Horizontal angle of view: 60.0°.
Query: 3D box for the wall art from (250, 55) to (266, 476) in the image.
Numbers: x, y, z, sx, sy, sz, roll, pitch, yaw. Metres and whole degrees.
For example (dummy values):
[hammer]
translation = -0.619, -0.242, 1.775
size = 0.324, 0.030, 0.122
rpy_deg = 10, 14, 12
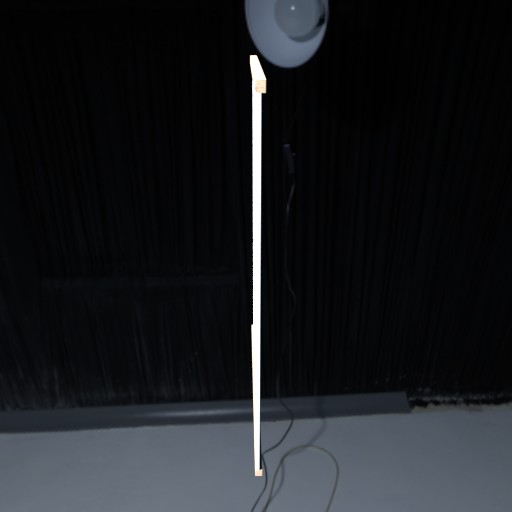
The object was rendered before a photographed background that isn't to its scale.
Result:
[wall art]
translation = 0.000, 0.000, 1.925
size = 0.028, 1.533, 0.999
rpy_deg = -1, 28, -1
